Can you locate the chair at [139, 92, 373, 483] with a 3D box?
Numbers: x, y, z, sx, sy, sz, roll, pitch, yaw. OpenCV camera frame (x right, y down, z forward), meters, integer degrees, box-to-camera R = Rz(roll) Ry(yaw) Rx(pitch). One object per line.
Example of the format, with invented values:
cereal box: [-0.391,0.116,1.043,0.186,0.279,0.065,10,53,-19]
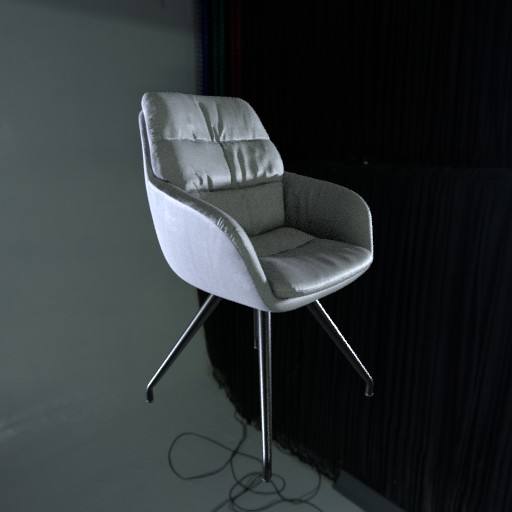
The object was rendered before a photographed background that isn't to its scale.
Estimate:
chair: [0.000,0.000,1.251,0.569,0.888,0.579,13,20,41]
